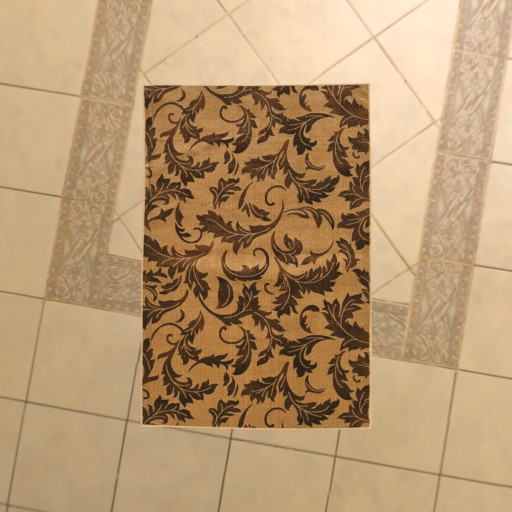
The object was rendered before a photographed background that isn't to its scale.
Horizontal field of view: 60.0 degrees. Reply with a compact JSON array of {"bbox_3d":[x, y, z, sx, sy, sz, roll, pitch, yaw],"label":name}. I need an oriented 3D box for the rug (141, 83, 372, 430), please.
[{"bbox_3d":[0.000,0.000,2.927,1.522,0.008,2.284,0,89,1],"label":"rug"}]
